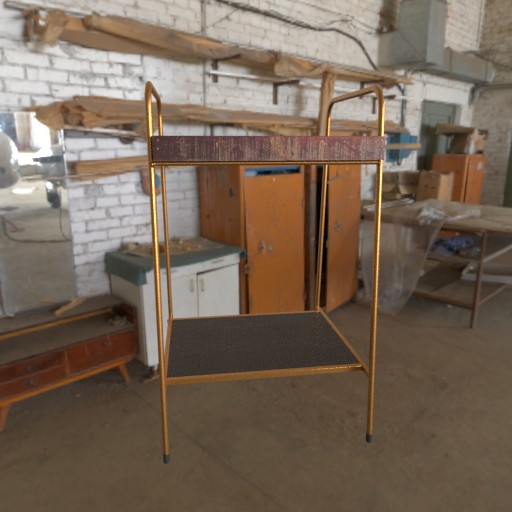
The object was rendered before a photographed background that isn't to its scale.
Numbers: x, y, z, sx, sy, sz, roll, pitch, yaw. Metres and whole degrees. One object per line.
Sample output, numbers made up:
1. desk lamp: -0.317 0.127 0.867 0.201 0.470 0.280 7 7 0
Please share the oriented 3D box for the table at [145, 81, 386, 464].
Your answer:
1. table: 0.000 0.000 1.010 0.430 0.710 0.430 -2 14 -8
